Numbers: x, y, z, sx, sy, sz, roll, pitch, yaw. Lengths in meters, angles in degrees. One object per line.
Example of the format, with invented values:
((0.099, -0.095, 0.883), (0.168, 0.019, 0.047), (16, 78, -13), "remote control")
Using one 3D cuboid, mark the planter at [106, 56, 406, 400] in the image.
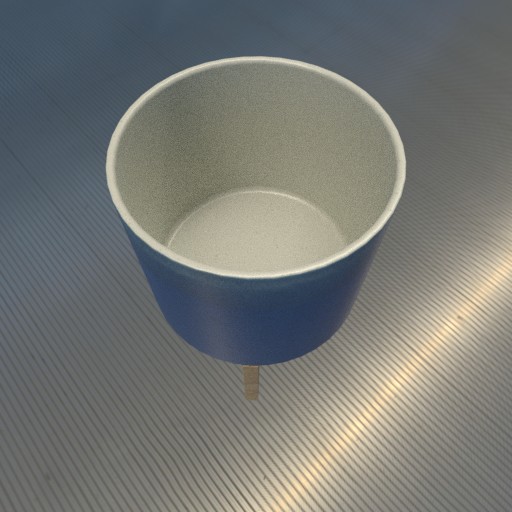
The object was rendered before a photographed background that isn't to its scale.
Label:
((0.000, 0.000, 0.546), (0.261, 0.367, 0.261), (0, 59, 0), "planter")
